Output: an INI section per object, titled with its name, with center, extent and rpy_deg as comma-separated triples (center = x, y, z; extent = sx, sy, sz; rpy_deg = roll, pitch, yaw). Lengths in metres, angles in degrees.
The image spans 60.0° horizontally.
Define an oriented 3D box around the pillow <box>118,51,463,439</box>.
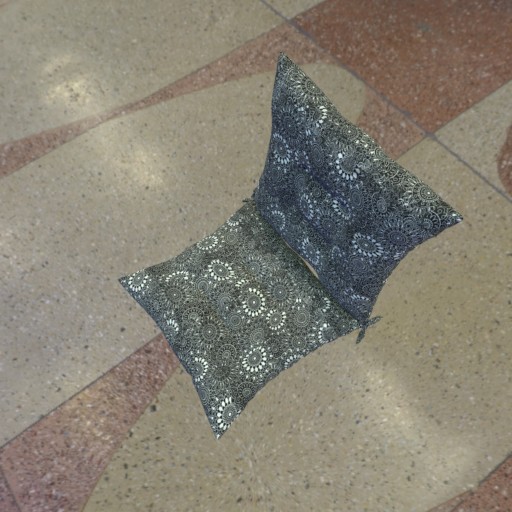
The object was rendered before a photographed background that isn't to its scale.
[pillow]
center = 0.000, 0.000, 1.007
extent = 0.585, 0.536, 0.541
rpy_deg = -33, 69, -15
